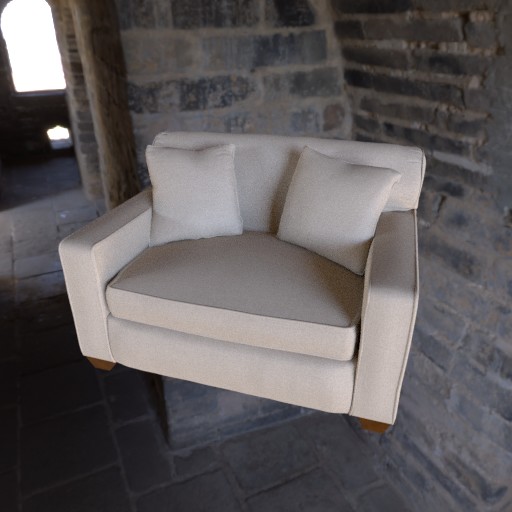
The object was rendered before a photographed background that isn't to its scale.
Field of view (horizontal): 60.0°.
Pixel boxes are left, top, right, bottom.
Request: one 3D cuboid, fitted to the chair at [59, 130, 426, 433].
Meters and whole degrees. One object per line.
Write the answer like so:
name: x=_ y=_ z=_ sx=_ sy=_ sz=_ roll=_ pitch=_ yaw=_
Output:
chair: x=0.000 y=0.000 z=2.043 sx=1.383 sy=0.948 sz=1.000 roll=8 pitch=28 yaw=15
